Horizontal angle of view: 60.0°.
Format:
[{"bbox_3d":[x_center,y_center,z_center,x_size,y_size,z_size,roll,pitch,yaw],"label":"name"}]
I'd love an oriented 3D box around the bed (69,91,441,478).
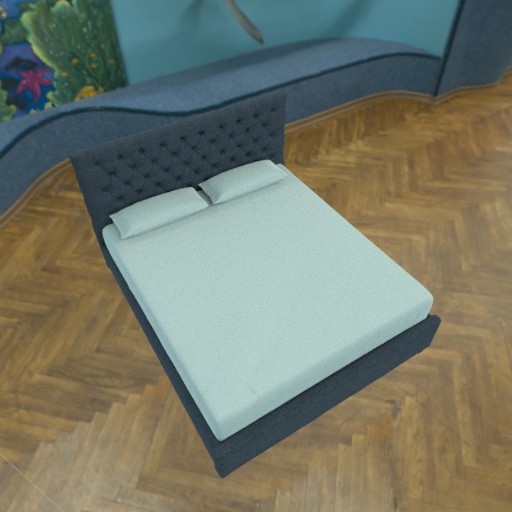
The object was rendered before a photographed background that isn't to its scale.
[{"bbox_3d":[0.000,0.000,3.684,2.078,1.427,2.387,-24,50,-22],"label":"bed"}]
